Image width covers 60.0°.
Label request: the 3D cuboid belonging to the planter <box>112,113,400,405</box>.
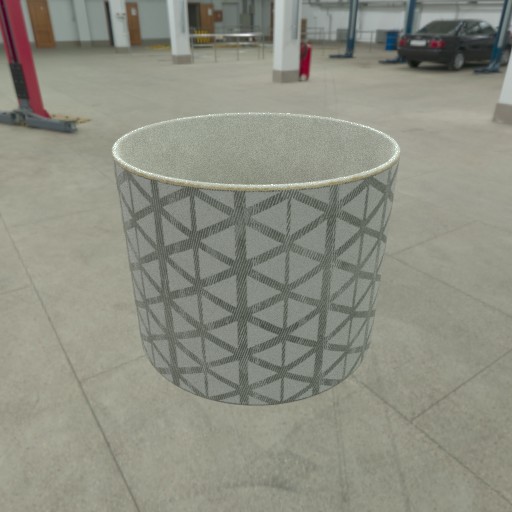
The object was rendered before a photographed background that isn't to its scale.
[{"bbox_3d":[0.000,0.000,0.455,0.250,0.239,0.250,0,29,0],"label":"planter"}]
